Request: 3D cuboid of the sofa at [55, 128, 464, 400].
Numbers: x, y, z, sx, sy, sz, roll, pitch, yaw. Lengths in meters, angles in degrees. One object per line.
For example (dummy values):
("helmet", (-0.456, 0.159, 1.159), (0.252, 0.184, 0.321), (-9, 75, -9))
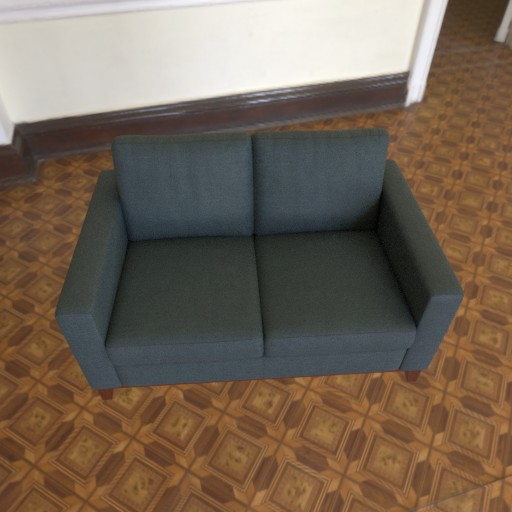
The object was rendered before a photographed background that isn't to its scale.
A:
("sofa", (0.000, 0.000, 2.025), (1.489, 0.903, 0.955), (-3, 45, -3))
